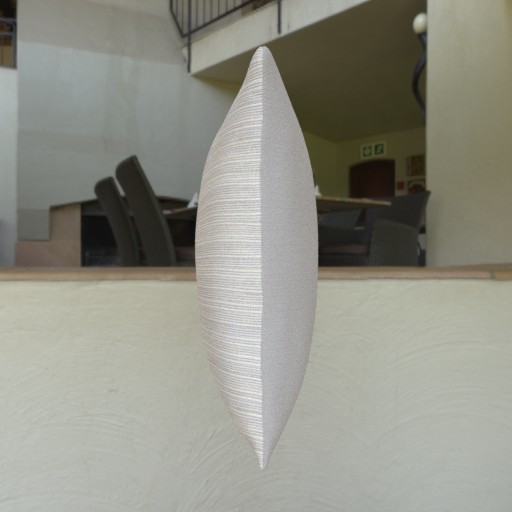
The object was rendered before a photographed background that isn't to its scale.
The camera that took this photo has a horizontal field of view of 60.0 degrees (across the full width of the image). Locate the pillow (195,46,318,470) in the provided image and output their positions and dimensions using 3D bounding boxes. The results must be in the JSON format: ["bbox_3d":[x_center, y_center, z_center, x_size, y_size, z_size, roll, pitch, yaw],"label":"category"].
[{"bbox_3d":[0.000,0.000,0.768,0.204,0.497,0.512,0,0,-1],"label":"pillow"}]
